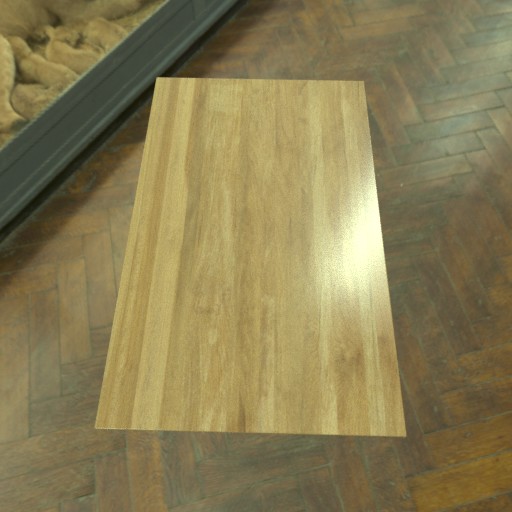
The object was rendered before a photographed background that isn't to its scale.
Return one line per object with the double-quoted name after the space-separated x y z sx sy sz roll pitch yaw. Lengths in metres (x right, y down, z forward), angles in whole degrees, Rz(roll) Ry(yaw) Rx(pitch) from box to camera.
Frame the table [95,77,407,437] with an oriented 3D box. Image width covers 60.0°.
0.000 0.000 1.426 0.692 0.441 1.100 1 63 1 "table"
